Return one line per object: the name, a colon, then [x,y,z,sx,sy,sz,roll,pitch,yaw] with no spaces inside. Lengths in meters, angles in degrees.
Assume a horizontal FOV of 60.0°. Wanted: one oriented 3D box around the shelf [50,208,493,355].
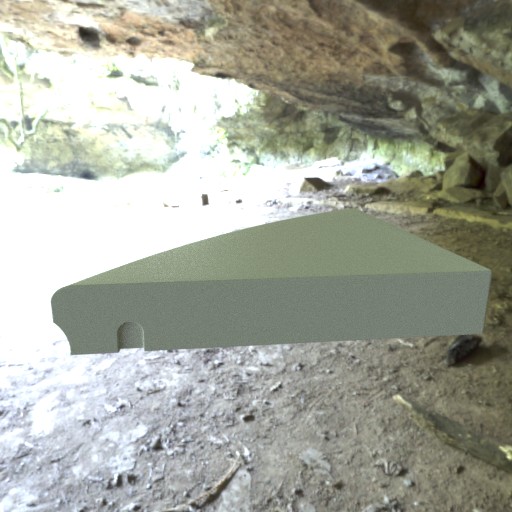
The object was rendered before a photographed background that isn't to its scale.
shelf: [0.000,0.000,0.457,0.310,0.050,0.310,-2,15,-7]
